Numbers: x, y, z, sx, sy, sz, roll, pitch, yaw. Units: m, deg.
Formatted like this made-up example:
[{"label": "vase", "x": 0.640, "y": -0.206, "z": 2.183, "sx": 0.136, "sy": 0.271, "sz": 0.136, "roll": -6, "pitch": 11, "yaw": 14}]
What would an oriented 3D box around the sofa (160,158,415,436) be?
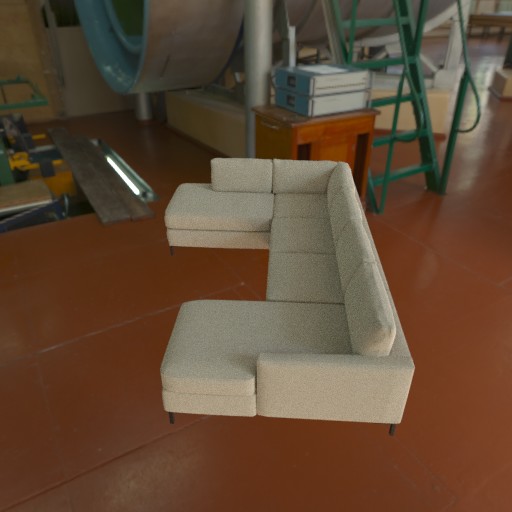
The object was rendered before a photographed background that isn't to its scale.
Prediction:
[{"label": "sofa", "x": 0.000, "y": 0.000, "z": 3.879, "sx": 1.989, "sy": 0.862, "sz": 2.984, "roll": 2, "pitch": 31, "yaw": 3}]
